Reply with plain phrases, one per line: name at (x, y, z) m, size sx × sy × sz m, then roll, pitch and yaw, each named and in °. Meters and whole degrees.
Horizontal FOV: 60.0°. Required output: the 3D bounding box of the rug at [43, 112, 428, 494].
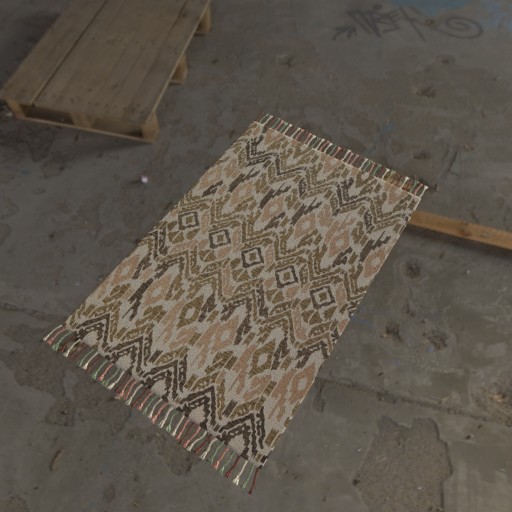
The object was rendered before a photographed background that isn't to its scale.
rug at (0.000, 0.000, 3.002) m, size 1.524 × 0.008 × 2.438 m, roll 30°, pitch 64°, yaw 16°
